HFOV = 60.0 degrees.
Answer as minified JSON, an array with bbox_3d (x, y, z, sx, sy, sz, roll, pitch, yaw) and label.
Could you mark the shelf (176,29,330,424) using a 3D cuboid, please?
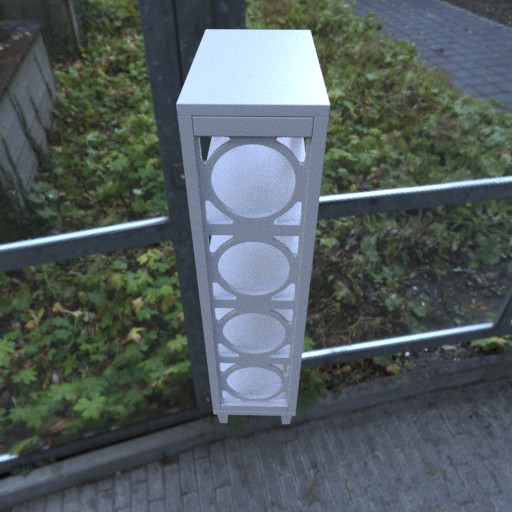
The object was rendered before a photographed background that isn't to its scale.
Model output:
[{"bbox_3d":[0.000,0.000,1.666,0.340,1.411,0.611,1,41,1],"label":"shelf"}]
